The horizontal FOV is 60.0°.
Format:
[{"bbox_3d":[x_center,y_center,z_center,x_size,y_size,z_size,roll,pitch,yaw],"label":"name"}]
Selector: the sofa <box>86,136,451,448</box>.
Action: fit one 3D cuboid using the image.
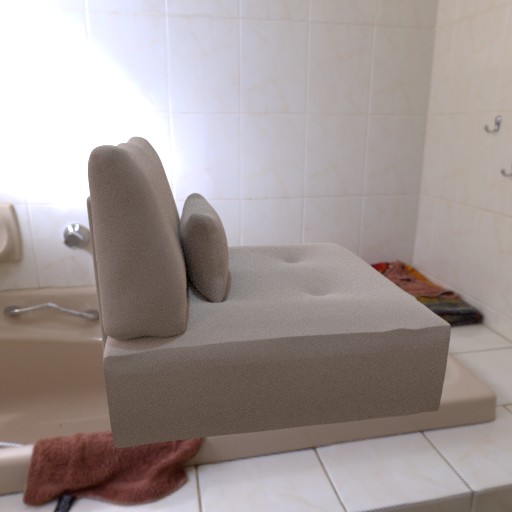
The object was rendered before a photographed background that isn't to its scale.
[{"bbox_3d":[0.000,0.000,1.616,1.000,0.828,0.935,-3,17,-9],"label":"sofa"}]
